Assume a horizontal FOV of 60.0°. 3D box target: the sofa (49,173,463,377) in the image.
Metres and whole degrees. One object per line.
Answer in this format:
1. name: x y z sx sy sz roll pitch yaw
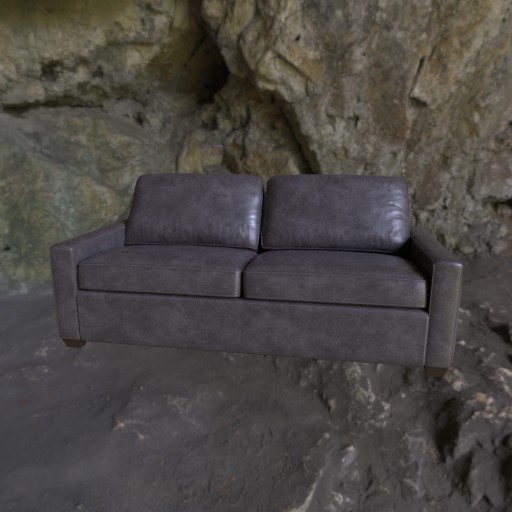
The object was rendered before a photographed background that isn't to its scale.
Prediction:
1. sofa: 0.000 0.000 2.618 2.081 0.916 0.939 2 14 9
